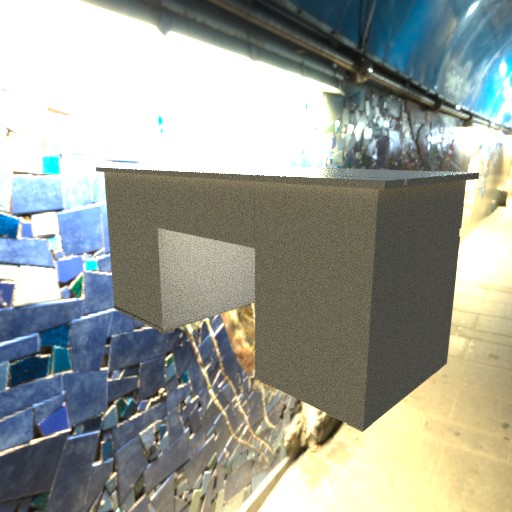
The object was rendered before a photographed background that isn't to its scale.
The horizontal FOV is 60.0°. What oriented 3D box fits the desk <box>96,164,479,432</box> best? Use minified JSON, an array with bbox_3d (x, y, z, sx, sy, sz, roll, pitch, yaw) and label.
[{"bbox_3d":[0.000,0.000,1.977,1.580,0.760,0.670,13,18,43],"label":"desk"}]
